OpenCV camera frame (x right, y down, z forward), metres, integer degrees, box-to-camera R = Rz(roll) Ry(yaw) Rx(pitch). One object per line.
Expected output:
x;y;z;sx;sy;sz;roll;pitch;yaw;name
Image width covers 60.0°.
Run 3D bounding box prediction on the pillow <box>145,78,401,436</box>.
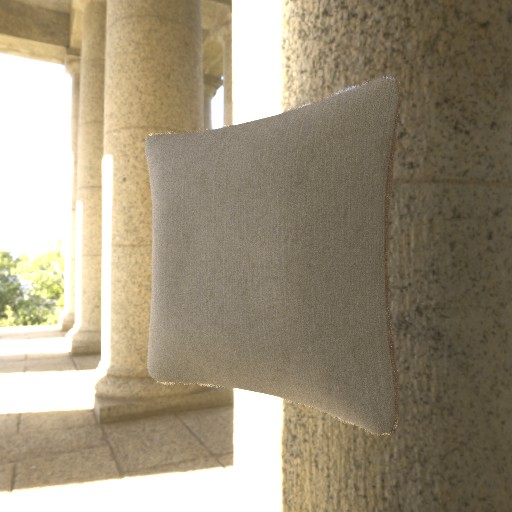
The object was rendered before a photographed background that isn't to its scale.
0.000;0.000;0.802;0.538;0.525;0.216;-1;-2;35;pillow
